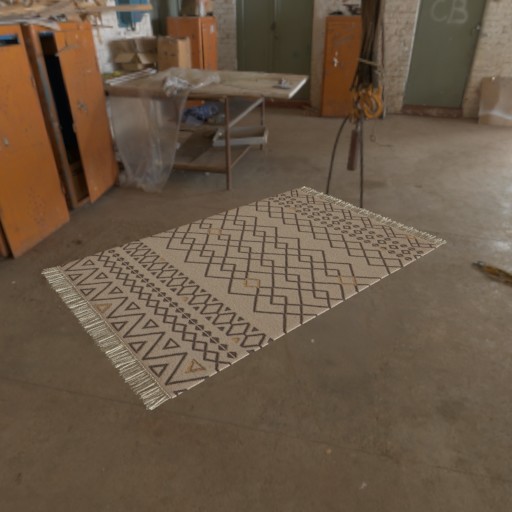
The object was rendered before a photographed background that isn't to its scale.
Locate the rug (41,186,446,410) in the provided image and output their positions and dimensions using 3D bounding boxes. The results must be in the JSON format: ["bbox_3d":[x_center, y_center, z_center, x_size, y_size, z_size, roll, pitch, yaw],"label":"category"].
[{"bbox_3d":[0.000,0.000,2.537,2.023,0.028,1.224,-22,37,-34],"label":"rug"}]
